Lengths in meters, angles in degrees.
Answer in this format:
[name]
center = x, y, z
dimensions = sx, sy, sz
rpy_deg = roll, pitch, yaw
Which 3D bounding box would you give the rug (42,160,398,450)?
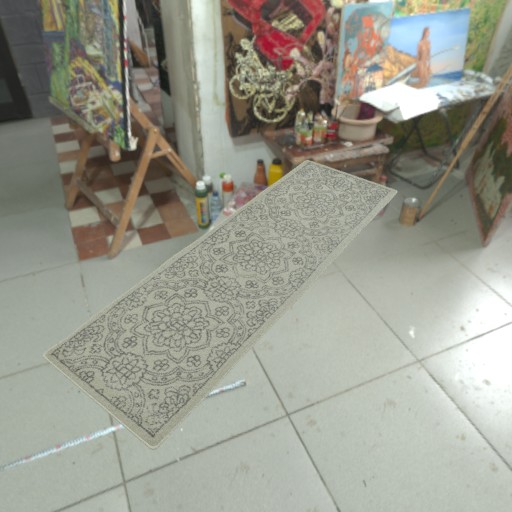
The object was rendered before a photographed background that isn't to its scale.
[rug]
center = 0.000, 0.000, 2.704
dimensions = 0.806, 0.006, 2.431
rpy_deg = 26, 47, 27
